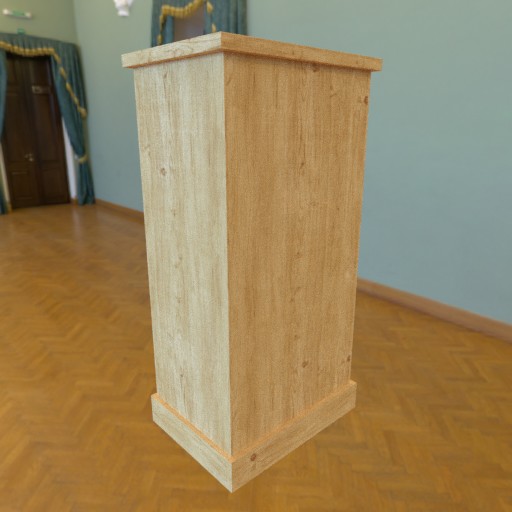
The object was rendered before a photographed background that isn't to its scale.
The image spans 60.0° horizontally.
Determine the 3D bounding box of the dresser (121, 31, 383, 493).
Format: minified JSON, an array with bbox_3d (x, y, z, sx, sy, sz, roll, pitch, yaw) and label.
[{"bbox_3d":[0.000,0.000,1.260,0.531,1.041,0.390,-15,22,-40],"label":"dresser"}]
